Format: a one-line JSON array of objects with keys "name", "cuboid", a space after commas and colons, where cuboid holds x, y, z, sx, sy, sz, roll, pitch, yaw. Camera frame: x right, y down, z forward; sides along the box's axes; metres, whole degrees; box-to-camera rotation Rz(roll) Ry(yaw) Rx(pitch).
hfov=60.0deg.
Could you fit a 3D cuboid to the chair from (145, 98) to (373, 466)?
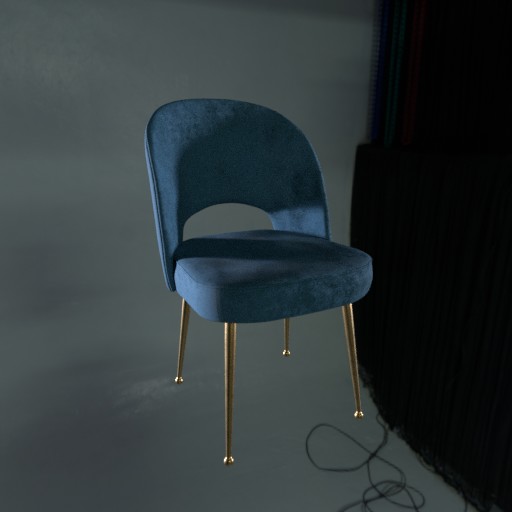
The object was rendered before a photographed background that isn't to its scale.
[{"name": "chair", "cuboid": [0.000, 0.000, 1.238, 0.527, 0.860, 0.577, -8, 18, -26]}]
